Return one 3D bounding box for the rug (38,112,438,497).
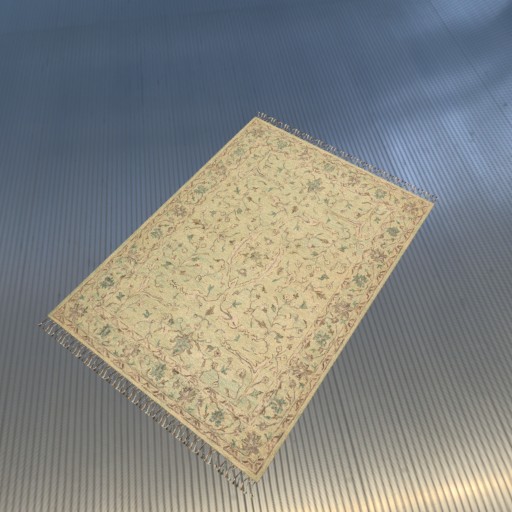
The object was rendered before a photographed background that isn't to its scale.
[{"bbox_3d":[0.000,0.000,2.268,1.247,0.008,1.802,31,63,18],"label":"rug"}]
